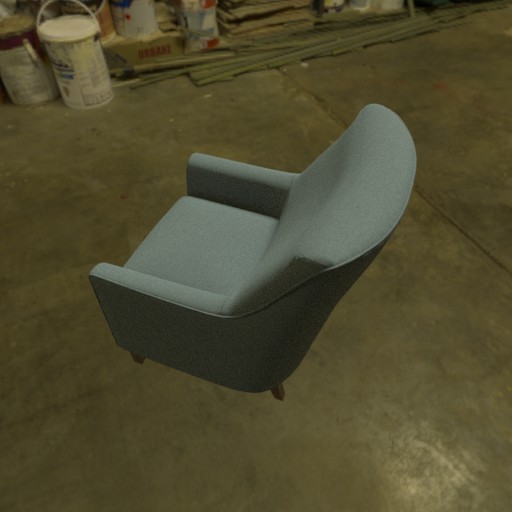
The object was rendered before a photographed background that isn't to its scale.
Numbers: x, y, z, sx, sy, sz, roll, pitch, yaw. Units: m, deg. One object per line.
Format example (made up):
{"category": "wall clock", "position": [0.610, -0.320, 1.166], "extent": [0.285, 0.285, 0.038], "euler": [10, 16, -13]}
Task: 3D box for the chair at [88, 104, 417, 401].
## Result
{"category": "chair", "position": [0.000, 0.000, 1.579], "extent": [0.879, 0.916, 0.756], "euler": [16, 48, 15]}
